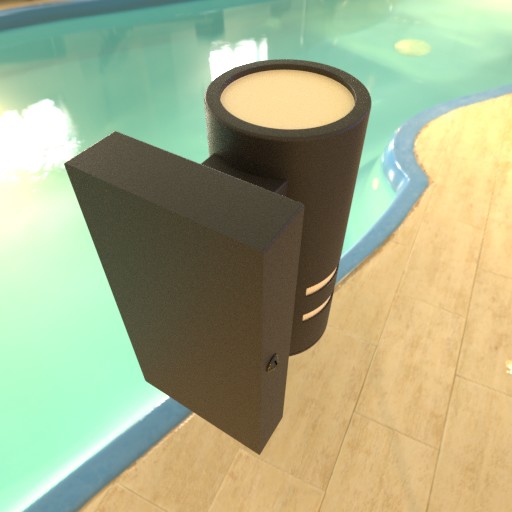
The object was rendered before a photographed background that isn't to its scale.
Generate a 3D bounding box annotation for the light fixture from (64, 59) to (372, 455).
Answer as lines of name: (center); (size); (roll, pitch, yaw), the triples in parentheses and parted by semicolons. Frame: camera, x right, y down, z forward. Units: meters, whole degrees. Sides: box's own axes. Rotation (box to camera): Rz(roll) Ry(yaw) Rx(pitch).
light fixture: (0.000, 0.000, 0.262); (0.098, 0.179, 0.138); (25, 51, 21)
